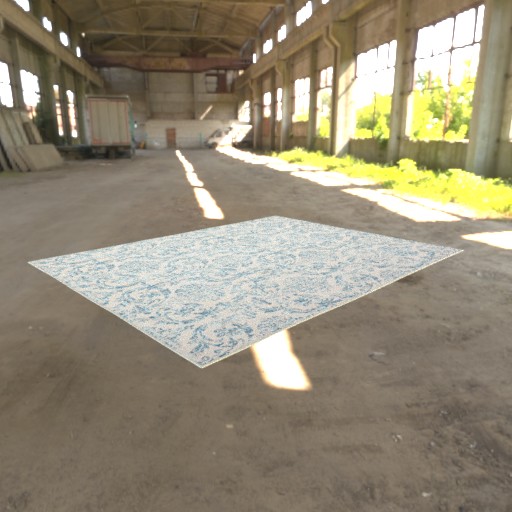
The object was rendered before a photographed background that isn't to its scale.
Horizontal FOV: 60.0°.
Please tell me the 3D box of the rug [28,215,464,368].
[{"bbox_3d":[0.000,0.000,3.852,2.980,0.012,2.363,-15,22,-42],"label":"rug"}]
